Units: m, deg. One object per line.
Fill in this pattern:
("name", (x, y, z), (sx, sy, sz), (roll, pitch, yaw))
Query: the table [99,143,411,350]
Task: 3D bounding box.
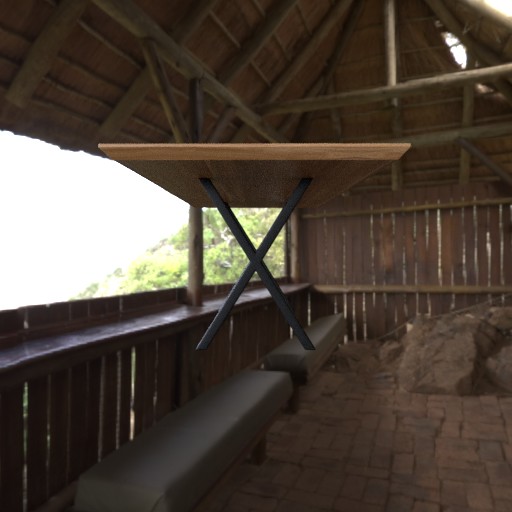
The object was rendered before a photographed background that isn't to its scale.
("table", (0.000, 0.000, 2.427), (1.000, 0.770, 2.000), (0, 1, 0))
